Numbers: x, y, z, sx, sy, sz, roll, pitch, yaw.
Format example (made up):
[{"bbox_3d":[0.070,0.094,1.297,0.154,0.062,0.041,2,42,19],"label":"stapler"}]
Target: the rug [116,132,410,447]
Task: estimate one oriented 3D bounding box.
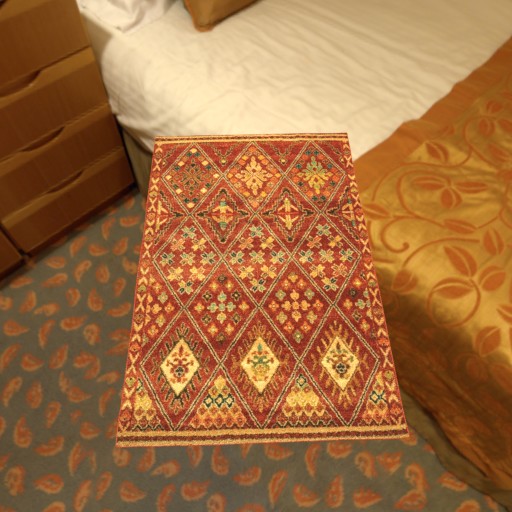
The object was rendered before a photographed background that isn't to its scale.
[{"bbox_3d":[0.000,0.000,2.894,1.521,0.026,2.286,-2,58,-1],"label":"rug"}]
